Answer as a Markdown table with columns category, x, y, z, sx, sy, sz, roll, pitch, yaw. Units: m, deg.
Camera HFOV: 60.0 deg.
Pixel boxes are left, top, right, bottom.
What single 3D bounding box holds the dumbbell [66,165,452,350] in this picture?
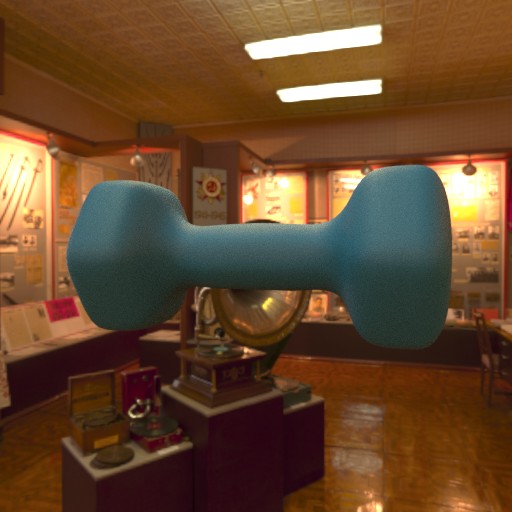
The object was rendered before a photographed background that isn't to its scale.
| category | x | y | z | sx | sy | sz | roll | pitch | yaw |
| --- | --- | --- | --- | --- | --- | --- | --- | --- | --- |
| dumbbell | 0.000 | 0.000 | 0.188 | 0.152 | 0.066 | 0.074 | 0 | 1 | 18 |
